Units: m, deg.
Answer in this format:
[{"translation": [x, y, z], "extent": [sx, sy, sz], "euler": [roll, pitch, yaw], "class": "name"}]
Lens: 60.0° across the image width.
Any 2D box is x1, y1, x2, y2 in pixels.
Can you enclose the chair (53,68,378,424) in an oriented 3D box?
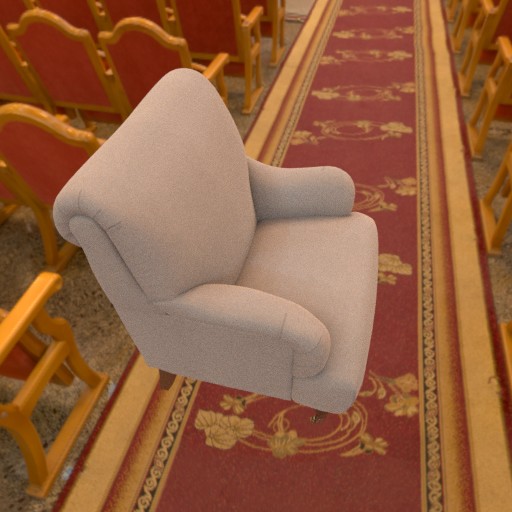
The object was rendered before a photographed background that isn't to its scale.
[{"translation": [0.000, 0.000, 1.499], "extent": [0.842, 0.942, 0.766], "euler": [11, 47, 10], "class": "chair"}]
